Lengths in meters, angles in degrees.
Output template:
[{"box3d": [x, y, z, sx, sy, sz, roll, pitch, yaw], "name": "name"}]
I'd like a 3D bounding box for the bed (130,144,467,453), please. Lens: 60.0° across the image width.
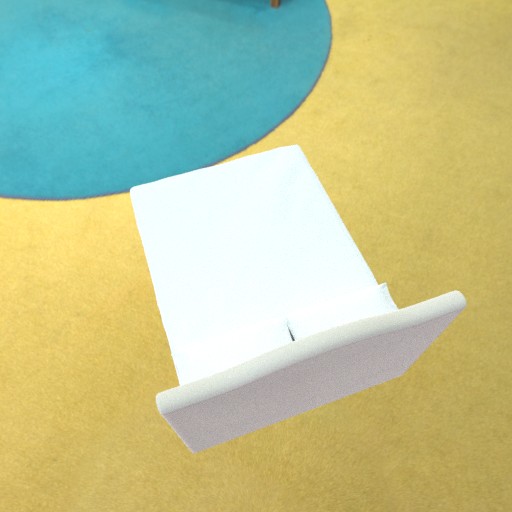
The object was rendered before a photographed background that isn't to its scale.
[{"box3d": [0.000, 0.000, 3.353, 1.753, 1.460, 2.143, -17, 60, -10], "name": "bed"}]
